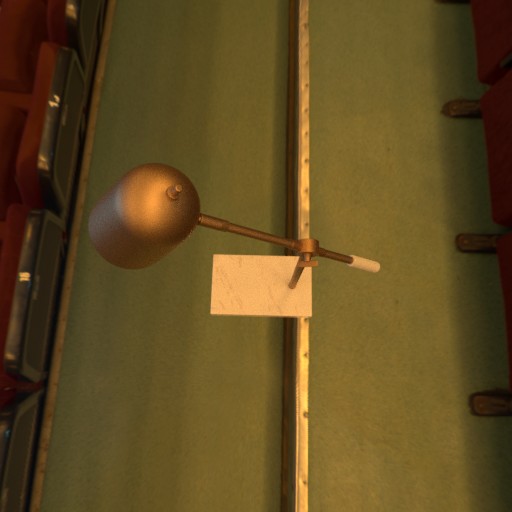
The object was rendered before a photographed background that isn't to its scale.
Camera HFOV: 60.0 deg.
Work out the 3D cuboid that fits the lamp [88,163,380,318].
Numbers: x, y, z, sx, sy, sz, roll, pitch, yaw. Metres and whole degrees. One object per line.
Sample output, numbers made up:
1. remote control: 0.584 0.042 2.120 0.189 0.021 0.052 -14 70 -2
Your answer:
1. lamp: 0.000 0.000 0.790 0.471 0.603 0.144 1 75 0
